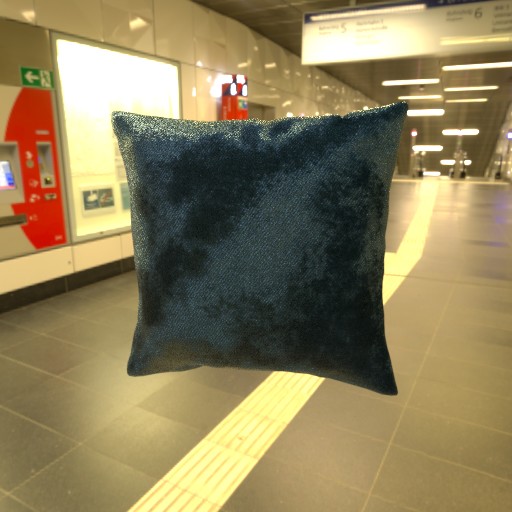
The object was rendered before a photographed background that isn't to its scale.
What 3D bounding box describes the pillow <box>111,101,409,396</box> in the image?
[{"bbox_3d":[0.000,0.000,0.659,0.436,0.430,0.138,2,14,9],"label":"pillow"}]
